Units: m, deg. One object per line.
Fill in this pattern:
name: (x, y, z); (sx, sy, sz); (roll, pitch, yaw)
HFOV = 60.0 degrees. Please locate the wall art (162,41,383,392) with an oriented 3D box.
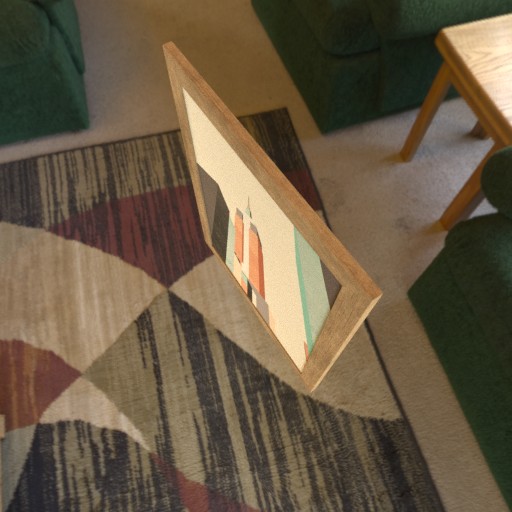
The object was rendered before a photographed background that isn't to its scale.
wall art: (0.000, 0.000, 0.940); (0.018, 0.686, 0.534); (-31, 68, -14)
